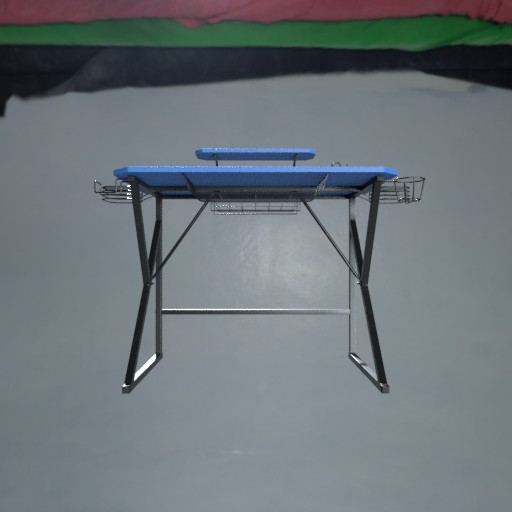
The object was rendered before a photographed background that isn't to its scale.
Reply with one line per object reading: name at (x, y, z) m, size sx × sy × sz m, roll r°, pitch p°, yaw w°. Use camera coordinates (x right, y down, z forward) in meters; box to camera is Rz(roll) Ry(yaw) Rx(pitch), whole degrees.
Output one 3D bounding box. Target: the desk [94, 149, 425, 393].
desk at (0.000, 0.000, 1.757) m, size 1.295 × 0.909 × 0.594 m, roll 0°, pitch 0°, yaw 0°
